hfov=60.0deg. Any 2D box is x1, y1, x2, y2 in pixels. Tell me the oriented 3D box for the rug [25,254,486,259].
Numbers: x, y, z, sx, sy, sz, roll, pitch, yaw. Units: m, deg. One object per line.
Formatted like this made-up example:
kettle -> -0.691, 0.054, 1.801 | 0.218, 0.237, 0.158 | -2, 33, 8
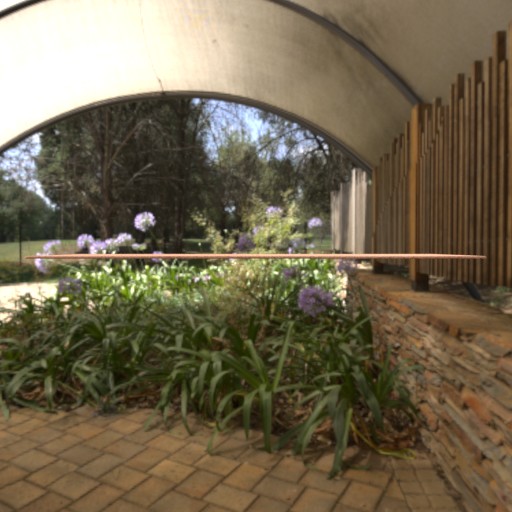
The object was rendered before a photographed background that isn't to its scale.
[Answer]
rug -> 0.000, 0.000, 2.691 | 2.435, 0.015, 0.760 | 0, 1, 0
